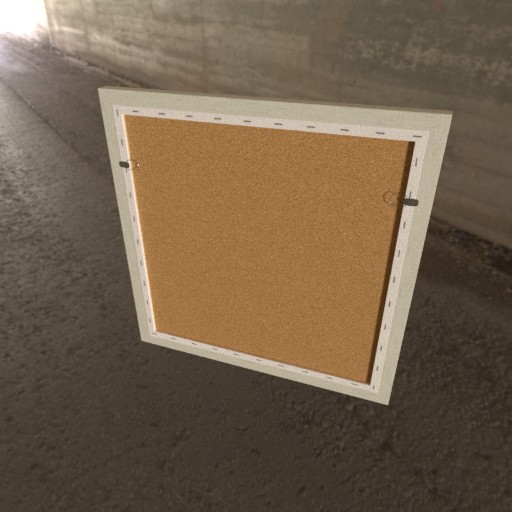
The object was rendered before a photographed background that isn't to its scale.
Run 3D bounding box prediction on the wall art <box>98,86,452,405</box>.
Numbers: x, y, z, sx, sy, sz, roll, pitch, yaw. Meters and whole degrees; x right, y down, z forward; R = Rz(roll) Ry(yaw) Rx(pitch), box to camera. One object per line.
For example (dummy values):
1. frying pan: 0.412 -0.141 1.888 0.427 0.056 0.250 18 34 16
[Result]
1. wall art: 0.000 0.000 1.488 1.016 1.016 0.045 10 32 17
